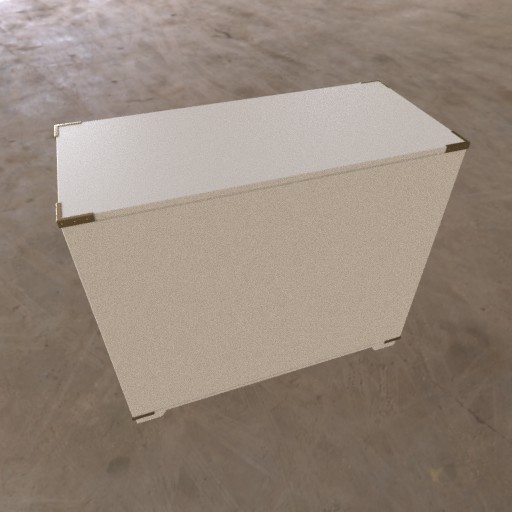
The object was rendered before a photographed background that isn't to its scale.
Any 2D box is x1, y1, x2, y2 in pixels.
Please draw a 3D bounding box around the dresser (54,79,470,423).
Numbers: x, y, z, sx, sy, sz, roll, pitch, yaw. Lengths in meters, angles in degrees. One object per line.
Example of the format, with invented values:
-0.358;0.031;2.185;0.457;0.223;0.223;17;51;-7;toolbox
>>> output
0.000;0.000;1.490;1.022;0.891;0.460;-13;44;-14;dresser
